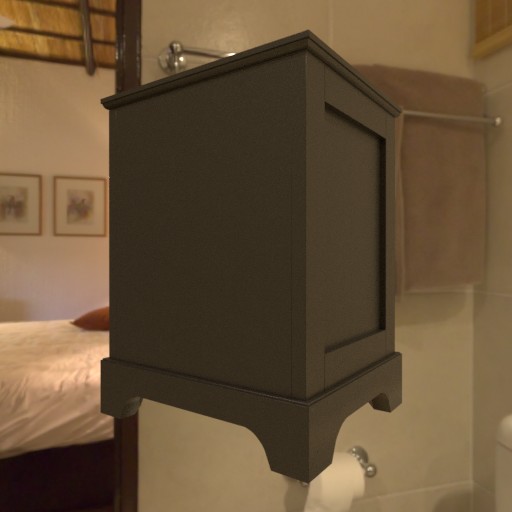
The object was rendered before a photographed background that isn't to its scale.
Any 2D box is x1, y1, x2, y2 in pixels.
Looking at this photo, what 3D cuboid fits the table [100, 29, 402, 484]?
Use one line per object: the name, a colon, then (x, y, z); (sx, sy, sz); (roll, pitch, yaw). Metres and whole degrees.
table: (0.000, 0.000, 0.890); (0.460, 0.610, 0.399); (0, 0, 36)
